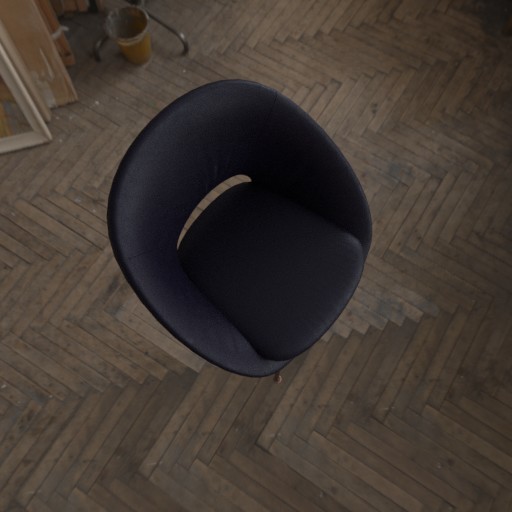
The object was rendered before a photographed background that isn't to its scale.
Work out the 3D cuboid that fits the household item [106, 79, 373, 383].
[{"bbox_3d":[0.000,0.000,1.270,0.573,0.852,0.623,37,77,10],"label":"household item"}]
